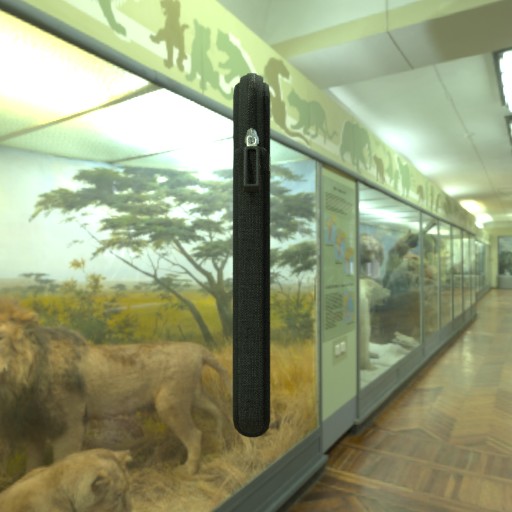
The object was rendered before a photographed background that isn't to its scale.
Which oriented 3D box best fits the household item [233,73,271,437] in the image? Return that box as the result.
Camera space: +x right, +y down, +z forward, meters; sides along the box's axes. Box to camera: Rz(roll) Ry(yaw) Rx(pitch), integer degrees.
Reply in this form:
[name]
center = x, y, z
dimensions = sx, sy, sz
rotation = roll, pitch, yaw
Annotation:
[household item]
center = 0.000, 0.000, 0.524
dimensions = 0.030, 0.305, 0.396
rotation = 0, -1, 1
